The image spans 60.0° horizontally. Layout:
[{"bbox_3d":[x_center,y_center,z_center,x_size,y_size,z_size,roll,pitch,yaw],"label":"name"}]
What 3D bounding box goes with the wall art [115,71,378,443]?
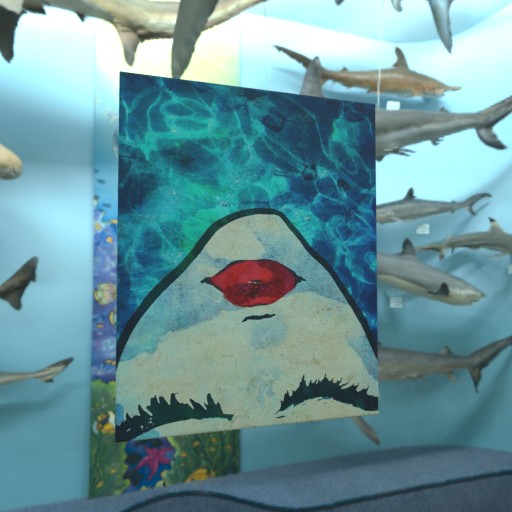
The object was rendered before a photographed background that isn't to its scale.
[{"bbox_3d":[0.000,0.000,0.850,0.508,0.635,0.038,1,-2,-17],"label":"wall art"}]
